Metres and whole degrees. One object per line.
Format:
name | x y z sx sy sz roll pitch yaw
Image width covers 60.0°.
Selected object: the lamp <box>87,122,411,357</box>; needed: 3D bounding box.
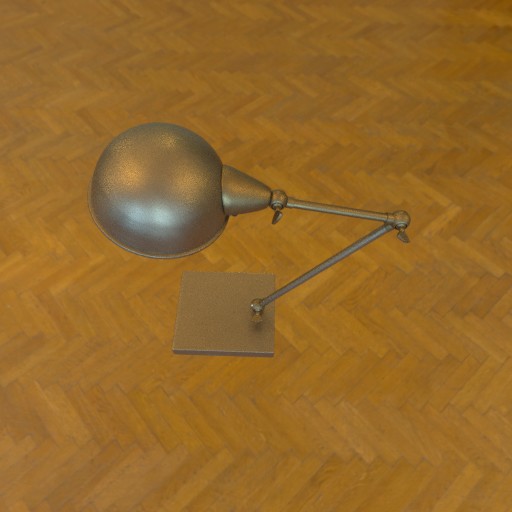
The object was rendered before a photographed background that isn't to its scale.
lamp | 0.000 0.000 0.556 0.339 0.371 0.149 2 58 1
